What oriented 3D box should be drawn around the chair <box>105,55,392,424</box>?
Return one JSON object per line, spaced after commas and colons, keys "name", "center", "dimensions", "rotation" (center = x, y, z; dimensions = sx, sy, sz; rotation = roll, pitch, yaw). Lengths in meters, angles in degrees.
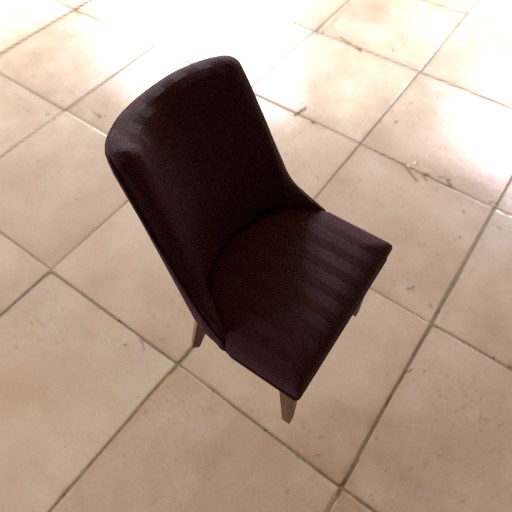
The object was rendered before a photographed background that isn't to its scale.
{"name": "chair", "center": [0.000, 0.000, 1.304], "dimensions": [0.638, 0.916, 0.548], "rotation": [30, 63, 17]}
